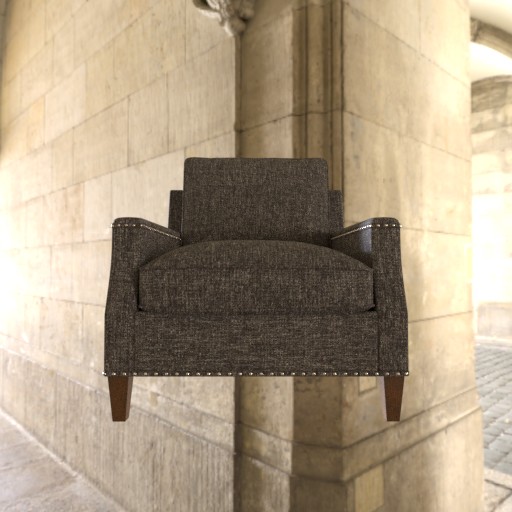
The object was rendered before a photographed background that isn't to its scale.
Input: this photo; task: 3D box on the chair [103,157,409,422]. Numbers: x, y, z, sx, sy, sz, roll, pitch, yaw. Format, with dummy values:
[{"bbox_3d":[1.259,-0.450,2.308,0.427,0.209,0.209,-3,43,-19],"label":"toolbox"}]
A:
[{"bbox_3d":[0.000,0.000,1.700,0.853,0.943,1.014,0,-1,0],"label":"chair"}]
